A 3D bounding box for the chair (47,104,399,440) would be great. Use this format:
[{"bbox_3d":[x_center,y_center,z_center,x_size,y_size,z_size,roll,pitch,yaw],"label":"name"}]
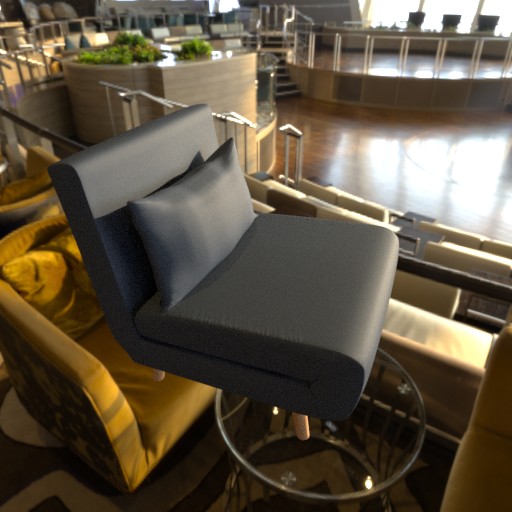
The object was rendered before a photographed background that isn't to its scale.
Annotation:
[{"bbox_3d":[0.000,0.000,1.503,0.900,0.808,0.770,12,33,19],"label":"chair"}]
